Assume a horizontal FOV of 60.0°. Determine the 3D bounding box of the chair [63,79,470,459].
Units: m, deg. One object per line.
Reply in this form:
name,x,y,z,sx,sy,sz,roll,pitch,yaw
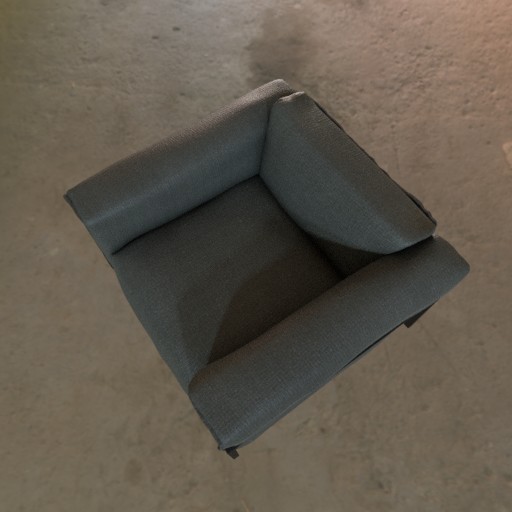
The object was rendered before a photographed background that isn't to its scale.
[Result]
chair,0.000,0.000,1.665,0.969,0.646,1.056,-32,68,-15
